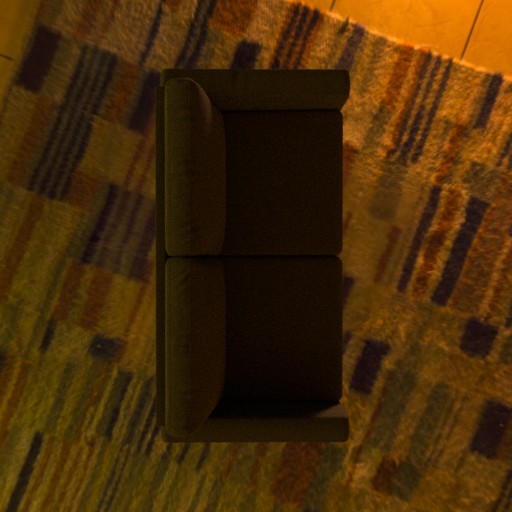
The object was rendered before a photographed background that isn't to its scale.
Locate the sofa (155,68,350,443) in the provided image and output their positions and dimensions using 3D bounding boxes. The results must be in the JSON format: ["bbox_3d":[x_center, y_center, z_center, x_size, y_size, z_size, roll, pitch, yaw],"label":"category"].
[{"bbox_3d":[0.000,0.000,2.253,0.889,0.897,1.730,0,91,0],"label":"sofa"}]
